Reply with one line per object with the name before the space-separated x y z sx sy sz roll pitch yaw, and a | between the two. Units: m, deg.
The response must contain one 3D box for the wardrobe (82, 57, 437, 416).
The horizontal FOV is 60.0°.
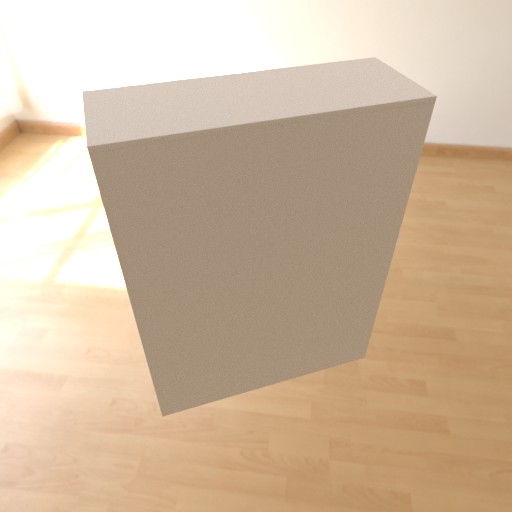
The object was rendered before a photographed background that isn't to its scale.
wardrobe | 0.000 0.000 1.606 0.900 1.200 0.360 -12 43 -13
